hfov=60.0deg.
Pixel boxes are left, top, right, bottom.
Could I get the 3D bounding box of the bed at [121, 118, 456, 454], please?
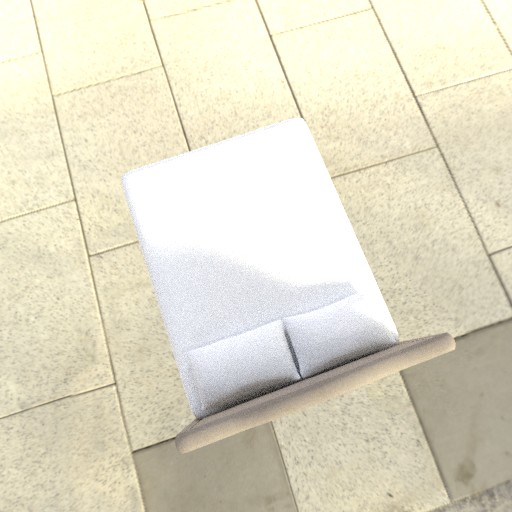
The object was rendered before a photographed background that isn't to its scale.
[{"bbox_3d":[0.000,0.000,3.323,1.744,1.441,2.128,-19,76,-5],"label":"bed"}]
